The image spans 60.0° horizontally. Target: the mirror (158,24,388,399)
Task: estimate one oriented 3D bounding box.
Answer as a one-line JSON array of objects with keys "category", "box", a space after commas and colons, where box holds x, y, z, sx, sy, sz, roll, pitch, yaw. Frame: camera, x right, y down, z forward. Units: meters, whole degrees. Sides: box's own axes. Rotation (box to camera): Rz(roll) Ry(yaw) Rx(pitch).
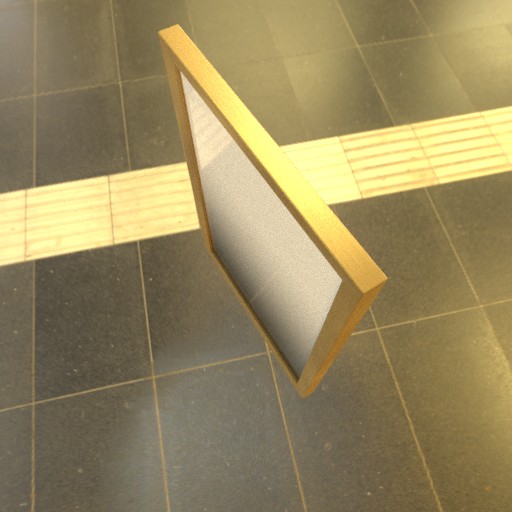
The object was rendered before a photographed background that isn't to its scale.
[{"category": "mirror", "box": [0.000, 0.000, 0.903, 0.040, 0.710, 0.507, -29, 67, -14]}]
